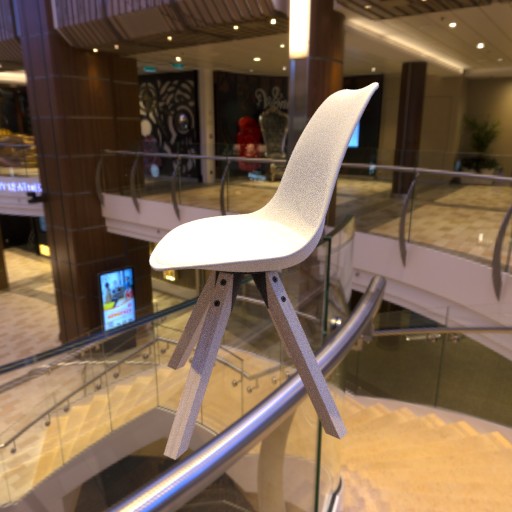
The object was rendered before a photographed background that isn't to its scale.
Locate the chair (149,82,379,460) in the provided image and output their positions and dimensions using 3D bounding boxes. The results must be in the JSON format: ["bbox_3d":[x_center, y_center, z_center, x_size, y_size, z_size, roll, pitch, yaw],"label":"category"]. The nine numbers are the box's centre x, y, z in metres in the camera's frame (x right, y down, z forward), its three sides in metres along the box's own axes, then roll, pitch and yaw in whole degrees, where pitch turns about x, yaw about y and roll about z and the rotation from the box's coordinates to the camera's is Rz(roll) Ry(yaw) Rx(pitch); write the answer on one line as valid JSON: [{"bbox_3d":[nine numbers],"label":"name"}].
[{"bbox_3d":[0.000,0.000,1.176,0.550,0.850,0.485,-3,16,-10],"label":"chair"}]
